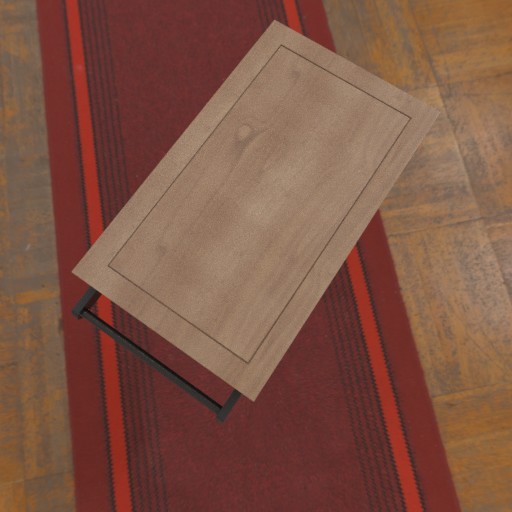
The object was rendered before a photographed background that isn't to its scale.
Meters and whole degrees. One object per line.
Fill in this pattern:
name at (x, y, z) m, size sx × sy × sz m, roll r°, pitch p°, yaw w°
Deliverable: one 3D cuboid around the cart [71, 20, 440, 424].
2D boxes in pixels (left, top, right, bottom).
cart at (0.000, 0.000, 1.392) m, size 0.459 × 0.901 × 0.840 m, roll 33°, pitch 77°, yaw 8°
